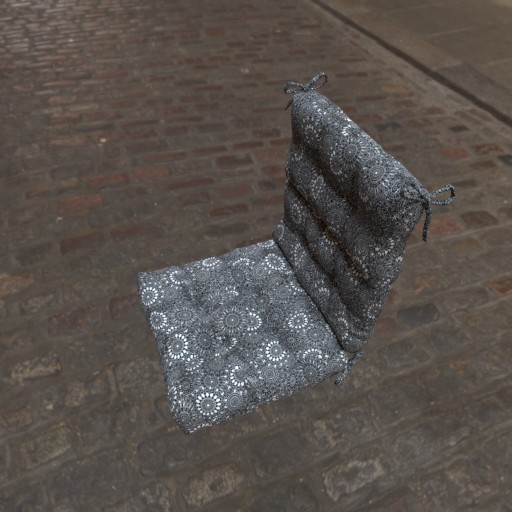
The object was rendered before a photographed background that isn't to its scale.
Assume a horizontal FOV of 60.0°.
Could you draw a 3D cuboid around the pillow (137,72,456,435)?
[{"bbox_3d":[0.000,0.000,1.047,0.571,0.605,0.519,-16,48,-15],"label":"pillow"}]
